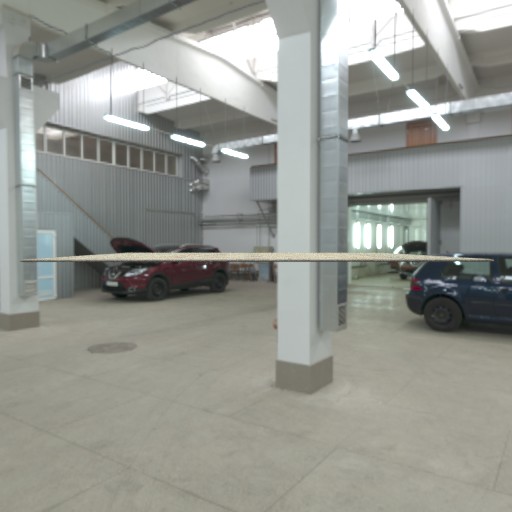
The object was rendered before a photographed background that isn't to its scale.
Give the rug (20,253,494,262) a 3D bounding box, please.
[{"bbox_3d":[0.000,0.000,4.062,3.050,0.016,2.441,0,1,-1],"label":"rug"}]
